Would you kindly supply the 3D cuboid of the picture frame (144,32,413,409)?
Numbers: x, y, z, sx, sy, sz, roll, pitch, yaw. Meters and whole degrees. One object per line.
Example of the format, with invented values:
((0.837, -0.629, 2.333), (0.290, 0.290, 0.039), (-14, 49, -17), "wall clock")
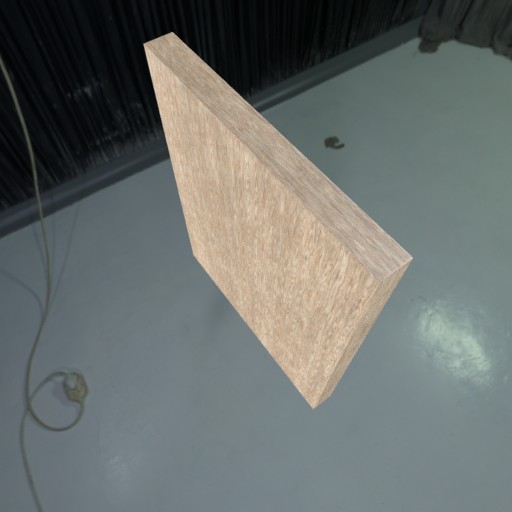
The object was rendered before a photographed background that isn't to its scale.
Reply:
((0.000, 0.000, 0.711), (0.043, 0.526, 0.424), (-32, 64, -18), "picture frame")
